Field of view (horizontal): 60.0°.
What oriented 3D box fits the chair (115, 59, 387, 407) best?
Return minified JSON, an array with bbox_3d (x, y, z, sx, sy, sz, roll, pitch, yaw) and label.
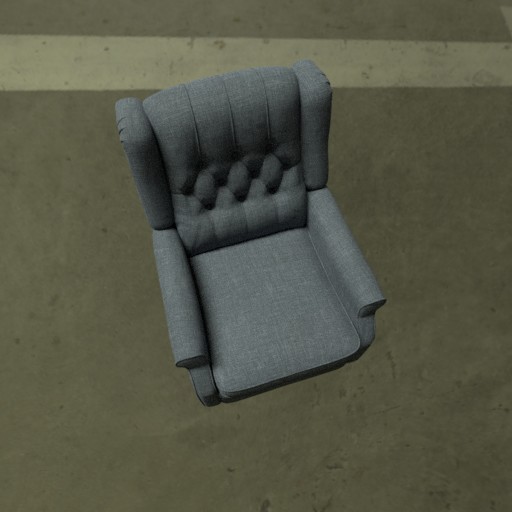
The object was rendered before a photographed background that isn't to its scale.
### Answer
[{"bbox_3d":[0.000,0.000,1.650,0.742,1.035,0.898,-15,64,-8],"label":"chair"}]
